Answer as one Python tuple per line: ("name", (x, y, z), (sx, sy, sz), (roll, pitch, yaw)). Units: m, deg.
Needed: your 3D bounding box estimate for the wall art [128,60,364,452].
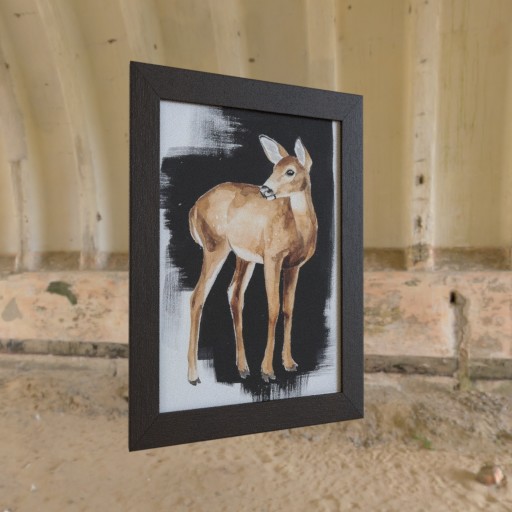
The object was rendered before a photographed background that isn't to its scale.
("wall art", (0.000, 0.000, 0.650), (0.359, 0.513, 0.017), (0, -1, -20))
